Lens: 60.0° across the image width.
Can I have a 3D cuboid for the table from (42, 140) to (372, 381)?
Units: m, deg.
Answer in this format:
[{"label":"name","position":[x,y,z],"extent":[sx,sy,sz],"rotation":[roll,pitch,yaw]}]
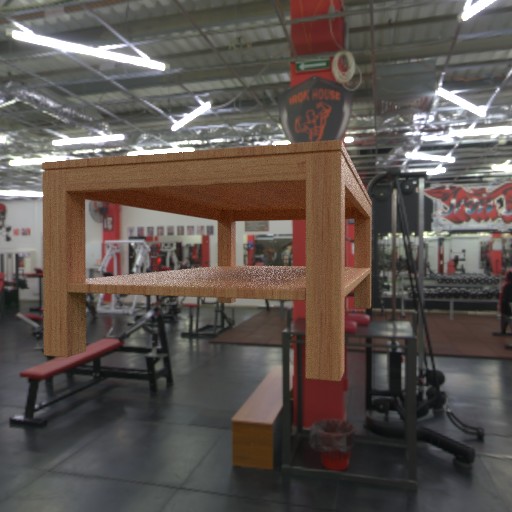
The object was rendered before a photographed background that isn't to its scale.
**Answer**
[{"label":"table","position":[0.000,0.000,1.486],"extent":[0.695,0.457,1.146],"rotation":[0,1,17]}]
